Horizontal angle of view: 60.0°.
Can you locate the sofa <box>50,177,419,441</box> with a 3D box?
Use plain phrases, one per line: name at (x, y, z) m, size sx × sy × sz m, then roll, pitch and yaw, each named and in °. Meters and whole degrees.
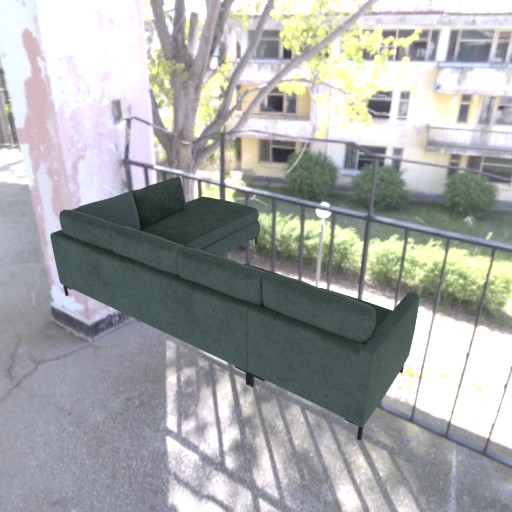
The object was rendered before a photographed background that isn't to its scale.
sofa at (0.000, 0.000, 3.232) m, size 2.486 × 0.687 × 1.707 m, roll 17°, pitch 30°, yaw 32°
